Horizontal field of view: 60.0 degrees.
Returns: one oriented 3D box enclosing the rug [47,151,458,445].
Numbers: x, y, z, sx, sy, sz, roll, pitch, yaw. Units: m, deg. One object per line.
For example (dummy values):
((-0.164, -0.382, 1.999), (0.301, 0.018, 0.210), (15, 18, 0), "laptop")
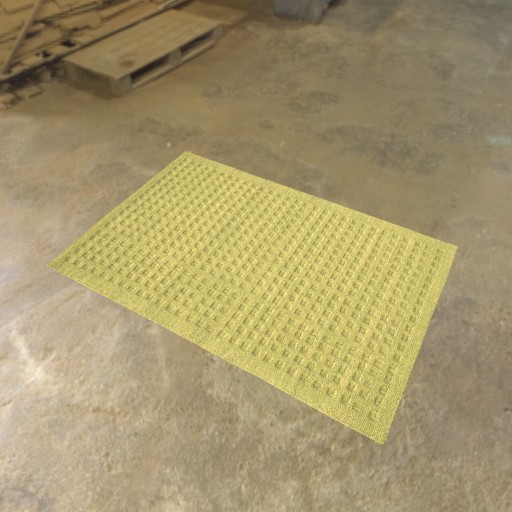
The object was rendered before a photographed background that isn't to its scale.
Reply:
((0.000, 0.000, 2.954), (2.297, 0.007, 1.529), (23, 51, 20), "rug")
